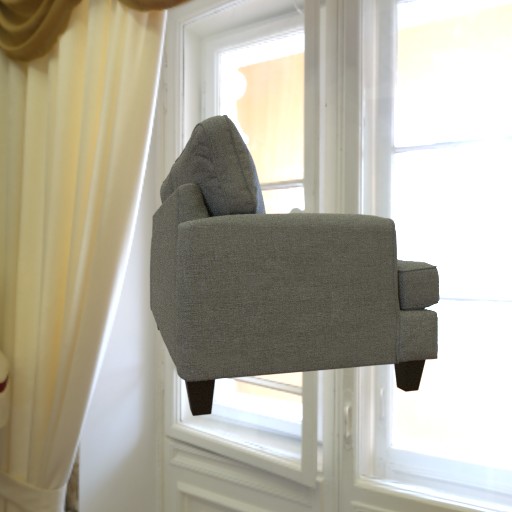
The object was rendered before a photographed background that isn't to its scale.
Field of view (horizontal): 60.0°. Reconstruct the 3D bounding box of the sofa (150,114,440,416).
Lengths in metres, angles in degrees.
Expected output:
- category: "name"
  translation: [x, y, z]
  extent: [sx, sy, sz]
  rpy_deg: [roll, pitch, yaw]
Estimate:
- category: "sofa"
  translation: [0.000, 0.000, 2.234]
  extent: [0.965, 0.965, 1.651]
  rpy_deg: [0, 1, -16]
